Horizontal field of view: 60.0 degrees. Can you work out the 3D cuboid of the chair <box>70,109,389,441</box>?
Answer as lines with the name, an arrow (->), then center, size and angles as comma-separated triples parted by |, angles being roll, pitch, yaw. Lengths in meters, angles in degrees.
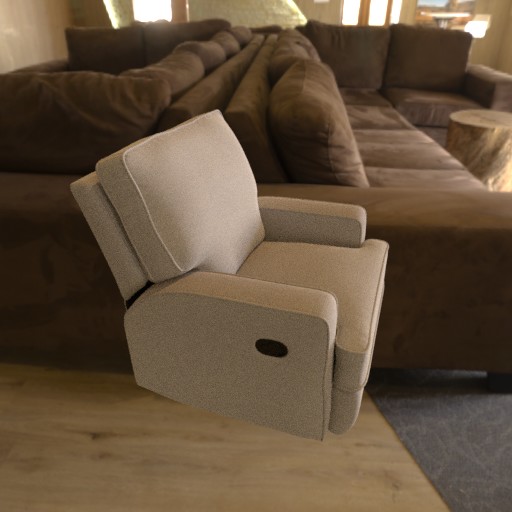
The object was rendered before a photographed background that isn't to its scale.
chair -> 0.000, 0.000, 1.703 | 0.969, 0.964, 0.861 | 10, 31, 17
